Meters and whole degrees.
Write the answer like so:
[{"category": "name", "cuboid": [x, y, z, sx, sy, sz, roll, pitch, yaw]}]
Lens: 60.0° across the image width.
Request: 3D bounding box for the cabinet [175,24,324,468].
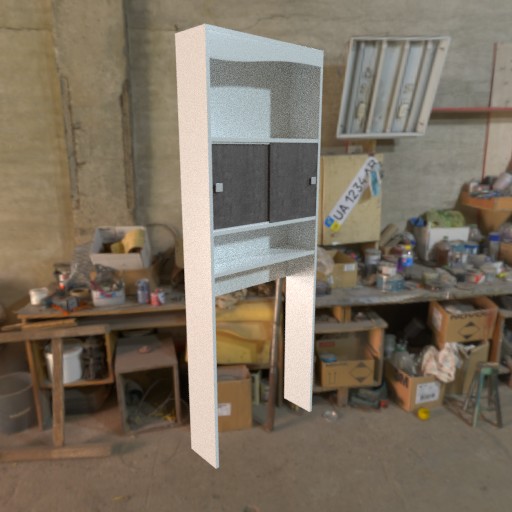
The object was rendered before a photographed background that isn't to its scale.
[{"category": "cabinet", "cuboid": [0.000, 0.000, 1.998, 0.643, 1.770, 0.192, -12, 18, -42]}]
